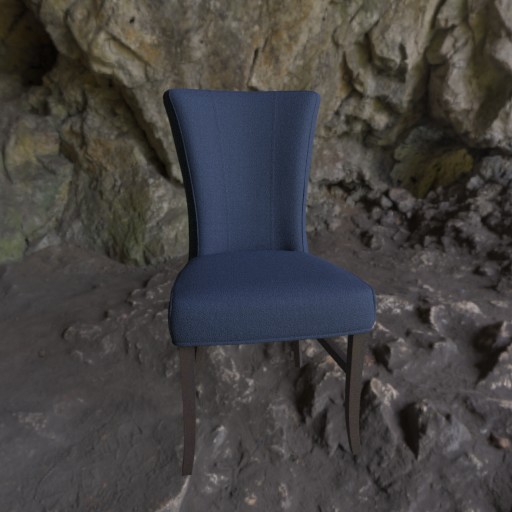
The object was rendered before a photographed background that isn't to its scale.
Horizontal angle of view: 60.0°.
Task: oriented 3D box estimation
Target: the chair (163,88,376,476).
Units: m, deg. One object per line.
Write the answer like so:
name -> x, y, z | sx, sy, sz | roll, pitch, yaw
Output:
chair -> 0.000, 0.000, 1.345 | 0.520, 0.991, 0.660 | -3, 16, -9
